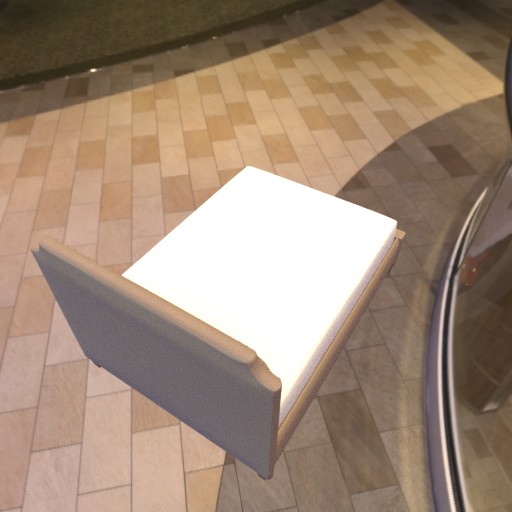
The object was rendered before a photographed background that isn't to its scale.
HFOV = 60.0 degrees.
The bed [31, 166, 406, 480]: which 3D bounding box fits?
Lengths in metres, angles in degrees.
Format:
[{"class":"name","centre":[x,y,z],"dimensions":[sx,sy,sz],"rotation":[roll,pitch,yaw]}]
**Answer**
[{"class":"bed","centre":[0.000,0.000,3.396],"dimensions":[1.713,1.443,2.372],"rotation":[25,50,22]}]
